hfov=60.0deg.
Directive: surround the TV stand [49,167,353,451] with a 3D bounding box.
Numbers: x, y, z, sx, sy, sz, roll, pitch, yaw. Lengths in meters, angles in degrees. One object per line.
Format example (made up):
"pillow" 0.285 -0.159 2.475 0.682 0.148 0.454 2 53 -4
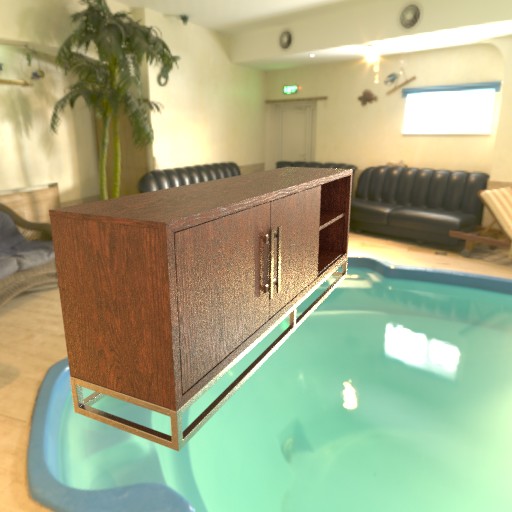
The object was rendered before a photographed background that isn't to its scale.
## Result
"TV stand" 0.000 0.000 1.758 0.382 0.578 1.541 8 17 25
